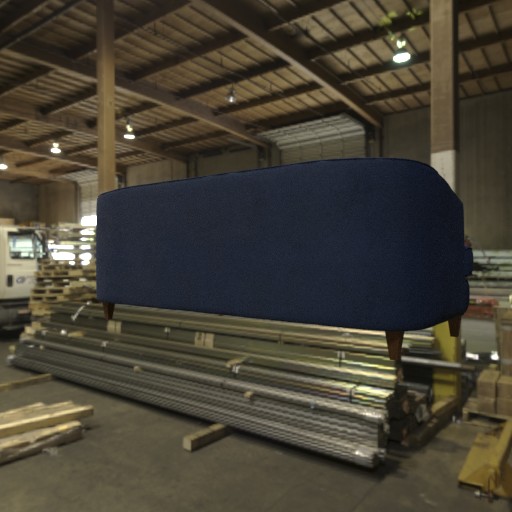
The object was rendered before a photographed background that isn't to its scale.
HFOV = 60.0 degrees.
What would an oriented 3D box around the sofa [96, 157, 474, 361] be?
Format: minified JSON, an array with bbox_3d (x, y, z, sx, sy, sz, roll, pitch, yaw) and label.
[{"bbox_3d":[0.000,0.000,2.696,2.278,0.855,0.941,0,0,36],"label":"sofa"}]
